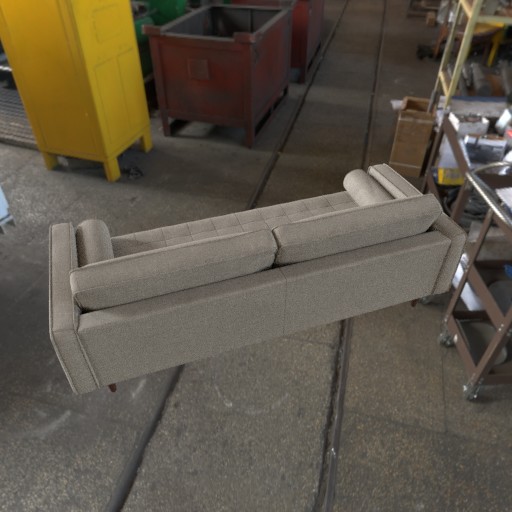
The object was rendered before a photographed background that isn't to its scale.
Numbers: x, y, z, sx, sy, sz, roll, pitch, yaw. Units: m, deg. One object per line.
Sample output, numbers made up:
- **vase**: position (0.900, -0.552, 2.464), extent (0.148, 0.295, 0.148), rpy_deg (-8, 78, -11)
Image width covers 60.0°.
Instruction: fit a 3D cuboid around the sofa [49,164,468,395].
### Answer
- **sofa**: position (0.000, 0.000, 2.605), extent (2.211, 0.762, 0.914), rpy_deg (-13, 42, -15)
